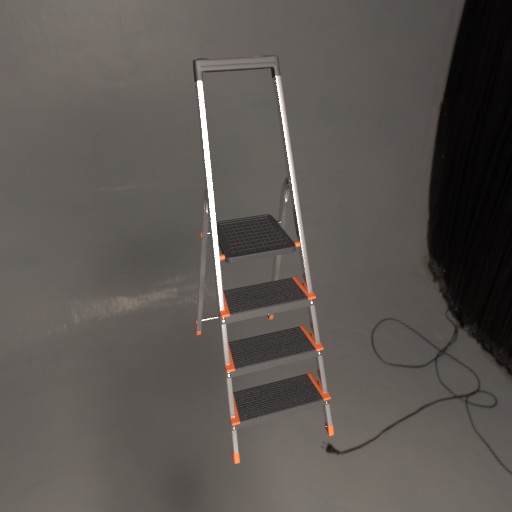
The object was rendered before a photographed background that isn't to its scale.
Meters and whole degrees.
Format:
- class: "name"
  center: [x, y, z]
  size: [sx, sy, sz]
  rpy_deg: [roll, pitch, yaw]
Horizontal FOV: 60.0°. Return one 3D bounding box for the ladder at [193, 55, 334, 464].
- class: "ladder"
  center: [0.000, 0.000, 1.810]
  size: [0.452, 1.429, 0.834]
  rpy_deg: [-10, 35, -15]
